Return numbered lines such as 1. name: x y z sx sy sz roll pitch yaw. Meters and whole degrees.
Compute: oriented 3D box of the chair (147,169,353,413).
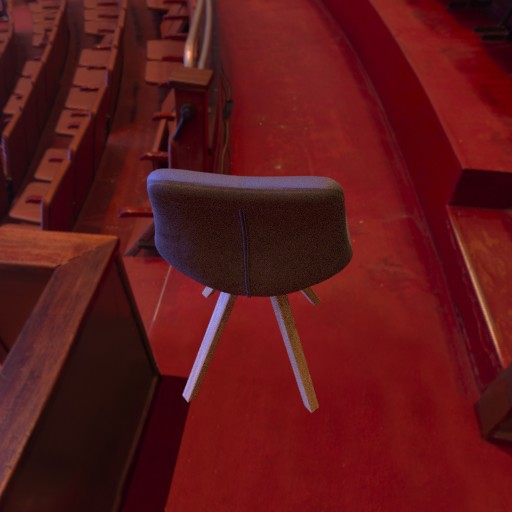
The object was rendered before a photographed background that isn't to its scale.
1. chair: 0.000 0.000 1.186 0.483 0.865 0.547 4 45 4
